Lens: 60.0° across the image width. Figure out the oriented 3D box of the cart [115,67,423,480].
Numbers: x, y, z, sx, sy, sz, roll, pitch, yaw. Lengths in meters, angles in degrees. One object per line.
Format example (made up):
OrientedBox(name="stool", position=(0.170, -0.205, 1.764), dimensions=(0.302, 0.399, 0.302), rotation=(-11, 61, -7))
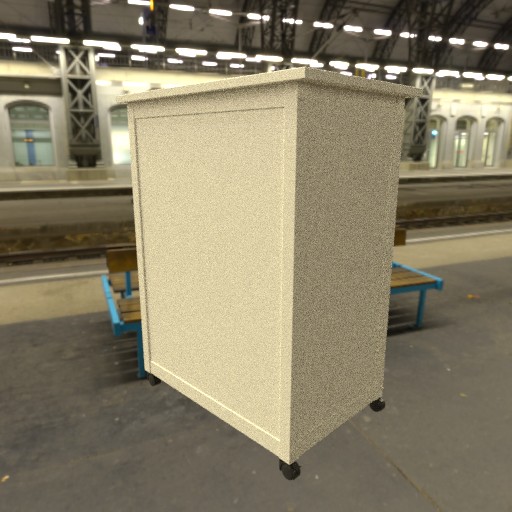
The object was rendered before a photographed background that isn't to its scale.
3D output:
OrientedBox(name="cart", position=(0.000, 0.000, 1.244), dimensions=(0.442, 0.864, 0.683), rotation=(-14, 20, -43))
